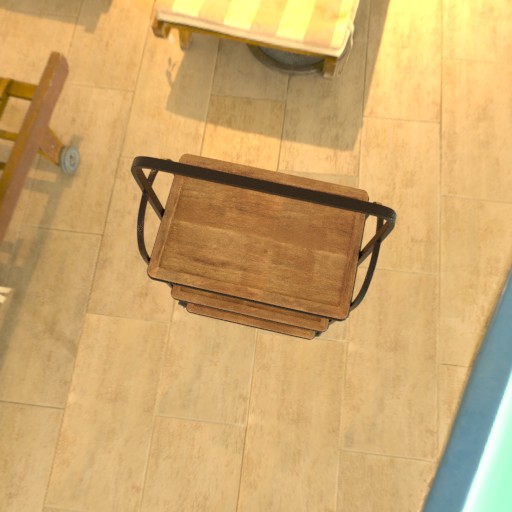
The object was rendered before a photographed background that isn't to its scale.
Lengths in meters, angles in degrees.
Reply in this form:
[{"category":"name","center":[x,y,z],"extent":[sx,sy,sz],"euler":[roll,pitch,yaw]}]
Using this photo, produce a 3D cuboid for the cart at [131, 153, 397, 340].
[{"category":"cart","center":[0.000,0.000,1.255],"extent":[0.553,1.001,0.327],"euler":[12,76,3]}]
